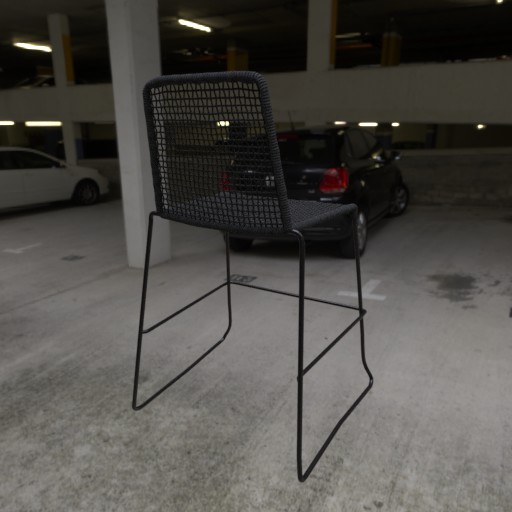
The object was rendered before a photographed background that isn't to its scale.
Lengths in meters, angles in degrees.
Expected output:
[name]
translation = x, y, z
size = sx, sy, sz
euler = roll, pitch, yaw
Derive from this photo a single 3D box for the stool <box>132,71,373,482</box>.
[stool]
translation = 0.000, 0.000, 1.230
size = 0.590, 0.905, 0.509
euler = 10, 19, 29
